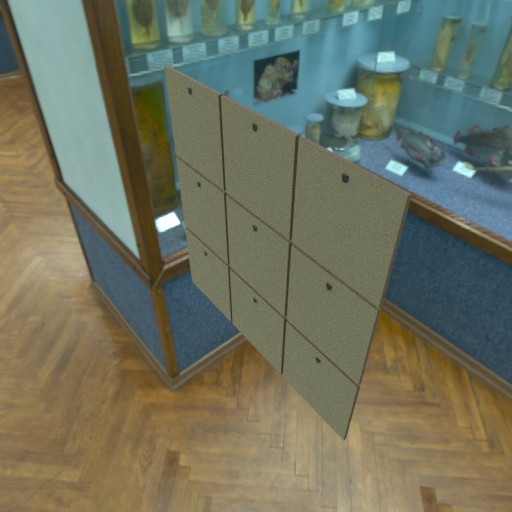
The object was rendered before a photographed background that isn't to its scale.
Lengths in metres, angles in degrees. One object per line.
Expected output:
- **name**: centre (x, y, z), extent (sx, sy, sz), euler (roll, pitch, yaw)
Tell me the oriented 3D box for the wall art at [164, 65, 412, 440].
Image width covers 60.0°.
- **wall art**: centre (0.000, 0.000, 1.366), extent (0.018, 0.904, 0.906), euler (-27, 47, -28)
